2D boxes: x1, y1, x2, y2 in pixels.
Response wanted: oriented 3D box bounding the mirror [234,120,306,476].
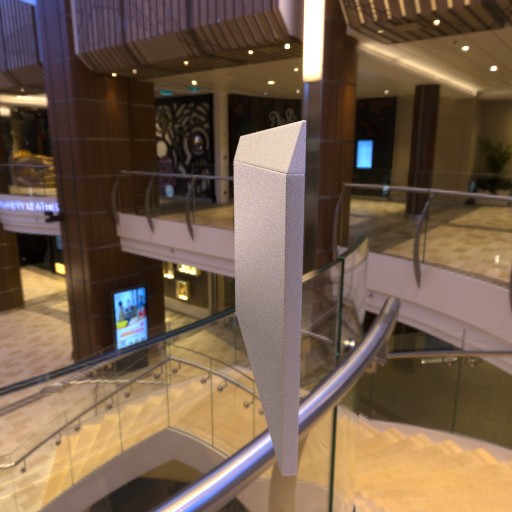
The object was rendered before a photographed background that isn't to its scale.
[{"bbox_3d":[0.000,0.000,1.165,0.030,0.630,0.870,-2,14,-8],"label":"mirror"}]
